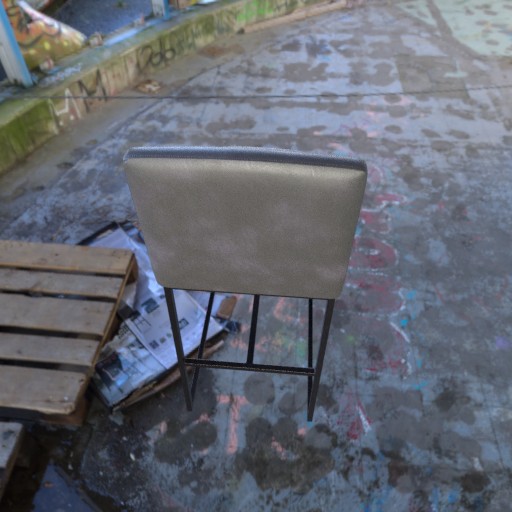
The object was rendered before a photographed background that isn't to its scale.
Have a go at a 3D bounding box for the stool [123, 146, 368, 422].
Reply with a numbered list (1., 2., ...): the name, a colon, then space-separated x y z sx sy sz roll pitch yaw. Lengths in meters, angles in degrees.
1. stool: 0.000 0.000 1.340 0.463 1.065 0.562 4 47 3
